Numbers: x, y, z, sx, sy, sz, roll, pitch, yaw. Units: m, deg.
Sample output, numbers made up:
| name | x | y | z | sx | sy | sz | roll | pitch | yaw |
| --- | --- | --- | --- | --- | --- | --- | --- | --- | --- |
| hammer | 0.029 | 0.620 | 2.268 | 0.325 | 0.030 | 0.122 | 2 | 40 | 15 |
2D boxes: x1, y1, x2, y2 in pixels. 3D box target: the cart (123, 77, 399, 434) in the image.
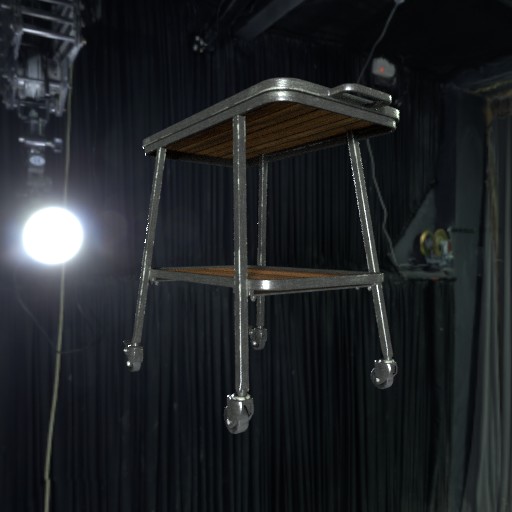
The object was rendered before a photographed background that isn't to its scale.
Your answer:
| name | x | y | z | sx | sy | sz | roll | pitch | yaw |
| --- | --- | --- | --- | --- | --- | --- | --- | --- | --- |
| cart | 0.000 | 0.000 | 1.232 | 0.515 | 0.700 | 0.806 | -1 | 1 | -37 |
